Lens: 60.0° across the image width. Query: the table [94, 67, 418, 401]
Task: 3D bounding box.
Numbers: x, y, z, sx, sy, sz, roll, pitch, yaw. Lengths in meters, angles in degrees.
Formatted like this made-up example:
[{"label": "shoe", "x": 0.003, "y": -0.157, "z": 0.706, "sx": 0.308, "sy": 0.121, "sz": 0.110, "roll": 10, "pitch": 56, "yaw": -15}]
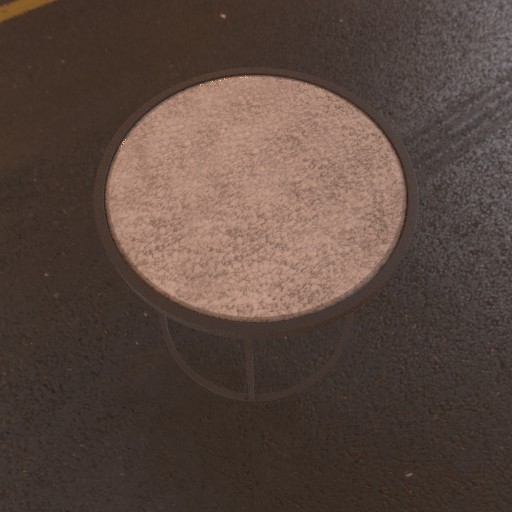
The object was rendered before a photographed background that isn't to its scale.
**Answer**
[{"label": "table", "x": 0.000, "y": 0.000, "z": 0.871, "sx": 0.470, "sy": 0.498, "sz": 0.470, "roll": 0, "pitch": 63, "yaw": 0}]
